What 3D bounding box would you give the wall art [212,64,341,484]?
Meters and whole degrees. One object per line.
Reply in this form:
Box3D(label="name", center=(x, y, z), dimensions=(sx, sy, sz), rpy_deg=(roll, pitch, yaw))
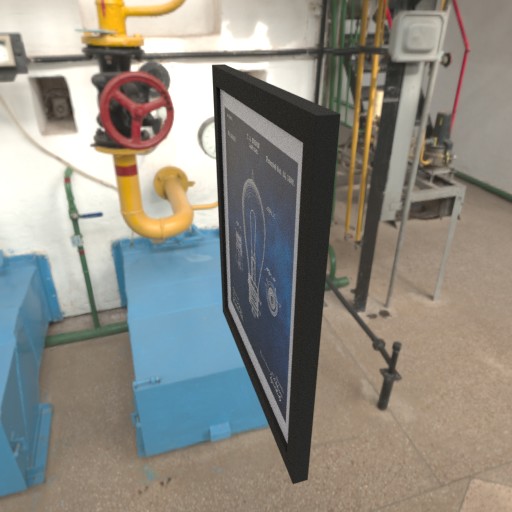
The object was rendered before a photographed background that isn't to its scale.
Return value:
Box3D(label="wall art", center=(0.000, 0.000, 0.683), dimensions=(0.023, 0.505, 0.428), rpy_deg=(-8, 30, -15))
